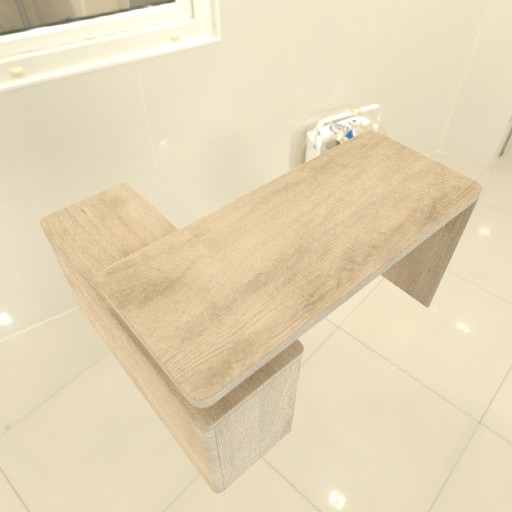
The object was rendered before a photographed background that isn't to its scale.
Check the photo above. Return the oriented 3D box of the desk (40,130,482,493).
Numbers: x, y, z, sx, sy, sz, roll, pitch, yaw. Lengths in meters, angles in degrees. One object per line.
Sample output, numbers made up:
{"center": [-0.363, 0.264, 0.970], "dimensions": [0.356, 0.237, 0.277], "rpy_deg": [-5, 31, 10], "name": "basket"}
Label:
{"center": [0.000, 0.000, 2.021], "dimensions": [1.400, 0.770, 1.175], "rpy_deg": [-32, 54, -27], "name": "desk"}
